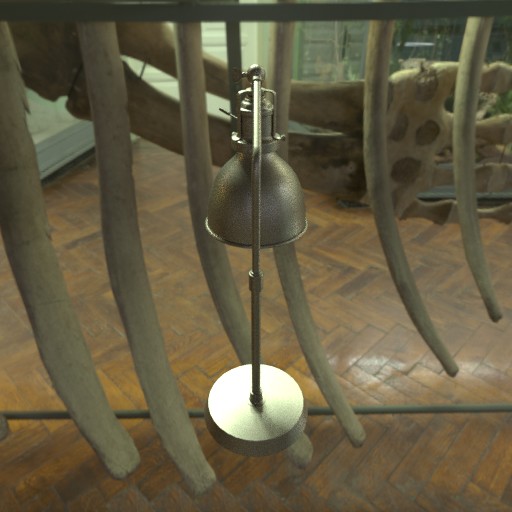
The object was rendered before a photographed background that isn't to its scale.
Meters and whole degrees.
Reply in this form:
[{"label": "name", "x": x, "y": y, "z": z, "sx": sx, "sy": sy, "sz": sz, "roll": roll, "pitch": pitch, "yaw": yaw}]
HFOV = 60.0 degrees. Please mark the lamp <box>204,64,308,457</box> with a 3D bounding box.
[{"label": "lamp", "x": 0.000, "y": 0.000, "z": 0.594, "sx": 0.153, "sy": 0.456, "sz": 0.286, "roll": 0, "pitch": 32, "yaw": 0}]
